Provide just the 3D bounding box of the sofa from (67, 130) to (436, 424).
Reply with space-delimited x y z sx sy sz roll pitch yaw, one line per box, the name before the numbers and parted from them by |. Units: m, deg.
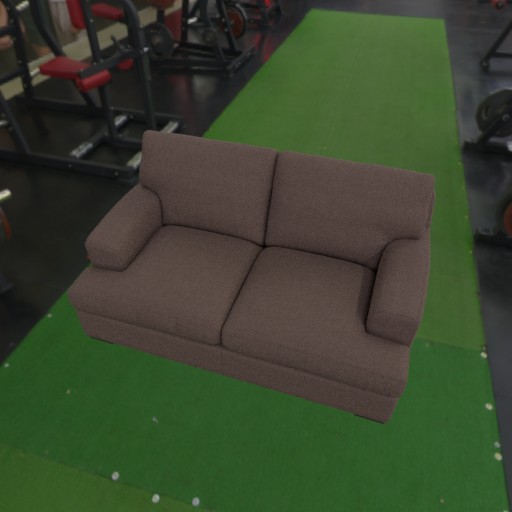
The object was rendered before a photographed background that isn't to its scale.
sofa | 0.000 0.000 2.546 1.869 0.950 1.140 12 42 14
